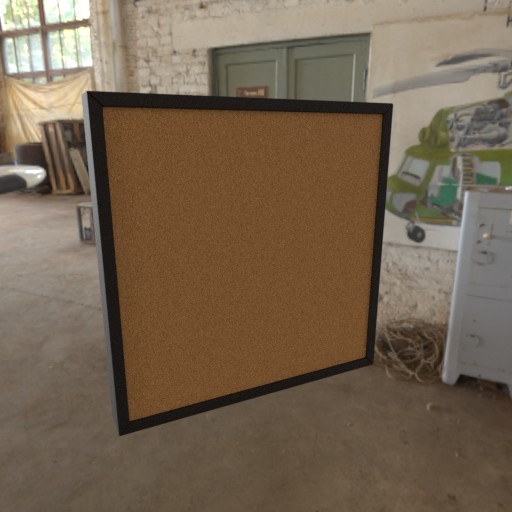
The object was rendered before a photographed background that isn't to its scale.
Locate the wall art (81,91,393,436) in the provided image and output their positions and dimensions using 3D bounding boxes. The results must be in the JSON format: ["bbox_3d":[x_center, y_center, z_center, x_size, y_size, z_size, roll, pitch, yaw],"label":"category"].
[{"bbox_3d":[0.000,0.000,0.456,0.305,0.305,0.037,-7,17,-25],"label":"wall art"}]
